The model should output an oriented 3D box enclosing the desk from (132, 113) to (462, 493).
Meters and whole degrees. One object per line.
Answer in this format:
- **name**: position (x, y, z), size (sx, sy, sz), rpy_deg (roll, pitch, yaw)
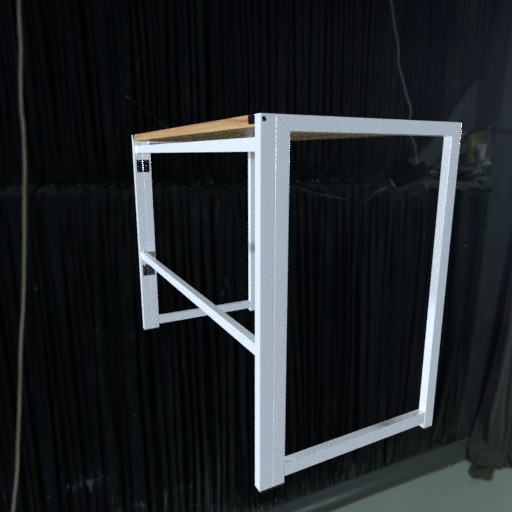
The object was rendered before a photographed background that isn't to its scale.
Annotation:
- **desk**: position (0.000, 0.000, 1.393), size (0.508, 0.762, 1.016), rpy_deg (-7, 14, -27)
